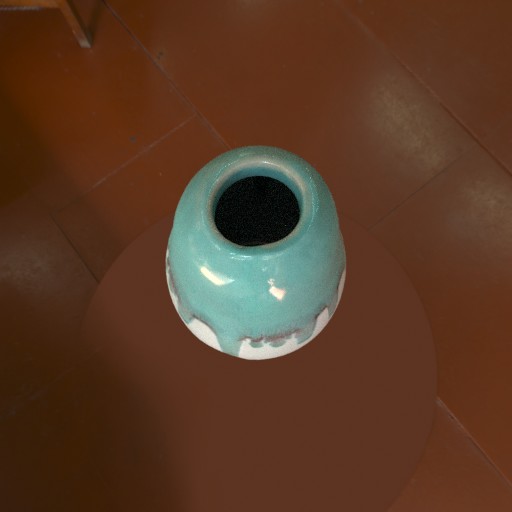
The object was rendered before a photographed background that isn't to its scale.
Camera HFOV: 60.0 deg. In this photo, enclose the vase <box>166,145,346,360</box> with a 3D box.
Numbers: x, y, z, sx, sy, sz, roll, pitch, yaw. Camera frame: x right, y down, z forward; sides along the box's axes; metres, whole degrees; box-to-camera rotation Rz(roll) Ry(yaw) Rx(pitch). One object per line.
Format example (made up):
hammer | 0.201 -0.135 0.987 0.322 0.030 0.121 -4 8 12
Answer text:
vase | 0.000 0.000 0.256 0.116 0.179 0.116 0 77 0
